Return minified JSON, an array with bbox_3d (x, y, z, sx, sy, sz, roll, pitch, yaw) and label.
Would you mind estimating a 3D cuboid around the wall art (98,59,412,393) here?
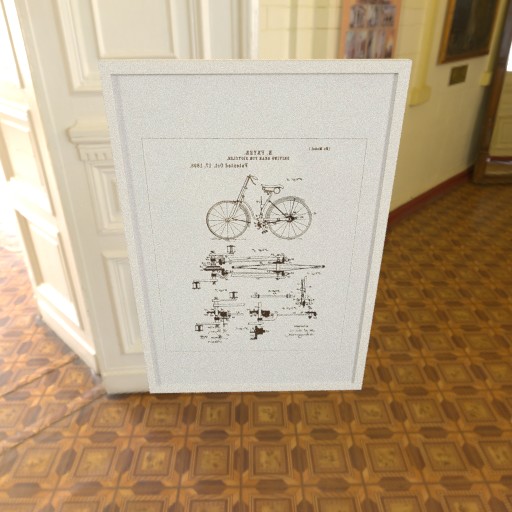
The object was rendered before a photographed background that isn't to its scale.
[{"bbox_3d":[0.000,0.000,0.588,0.332,0.477,0.015,-1,29,-1],"label":"wall art"}]
